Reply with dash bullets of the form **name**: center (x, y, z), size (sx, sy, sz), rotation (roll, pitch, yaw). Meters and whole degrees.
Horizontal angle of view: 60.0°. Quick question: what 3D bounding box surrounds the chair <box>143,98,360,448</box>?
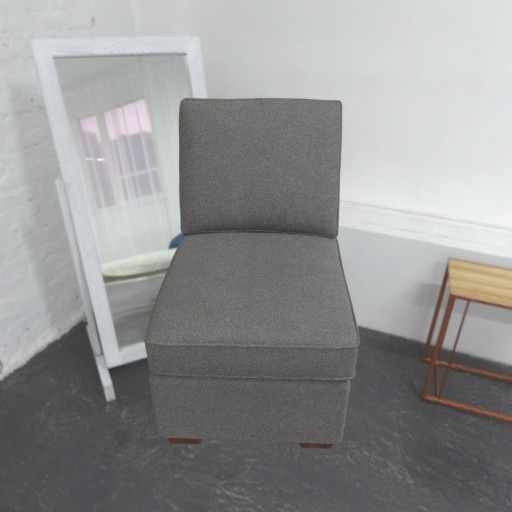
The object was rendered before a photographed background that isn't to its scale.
- **chair**: center (0.000, 0.000, 1.588), size (0.621, 0.970, 0.938), rotation (1, 30, 2)
